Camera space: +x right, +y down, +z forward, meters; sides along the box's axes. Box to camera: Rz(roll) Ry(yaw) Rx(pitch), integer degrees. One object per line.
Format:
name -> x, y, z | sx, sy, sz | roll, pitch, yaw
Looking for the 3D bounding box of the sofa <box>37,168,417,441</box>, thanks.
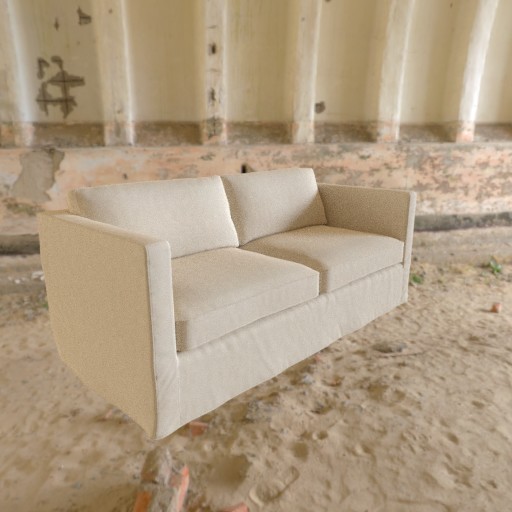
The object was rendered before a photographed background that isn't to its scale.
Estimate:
sofa -> 0.000, 0.000, 2.468 | 0.940, 0.870, 1.987 | 14, 21, 42
